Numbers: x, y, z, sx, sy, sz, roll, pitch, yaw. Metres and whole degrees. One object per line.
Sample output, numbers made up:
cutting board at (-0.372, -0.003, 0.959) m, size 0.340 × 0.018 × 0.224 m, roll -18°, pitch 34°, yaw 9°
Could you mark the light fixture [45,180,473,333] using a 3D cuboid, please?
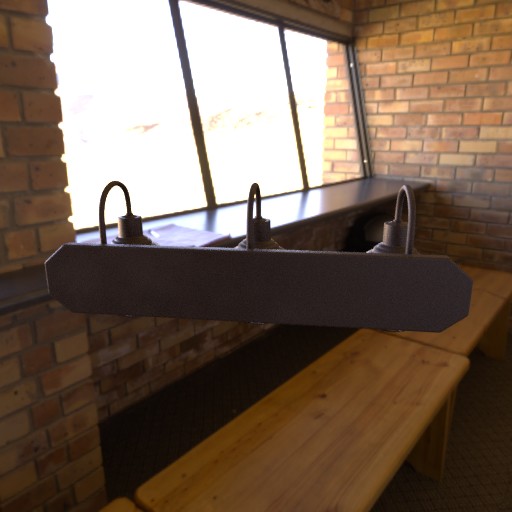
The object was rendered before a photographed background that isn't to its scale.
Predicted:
light fixture at (0.000, 0.000, 0.760) m, size 0.634 × 0.254 × 0.229 m, roll 2°, pitch 16°, yaw 7°
